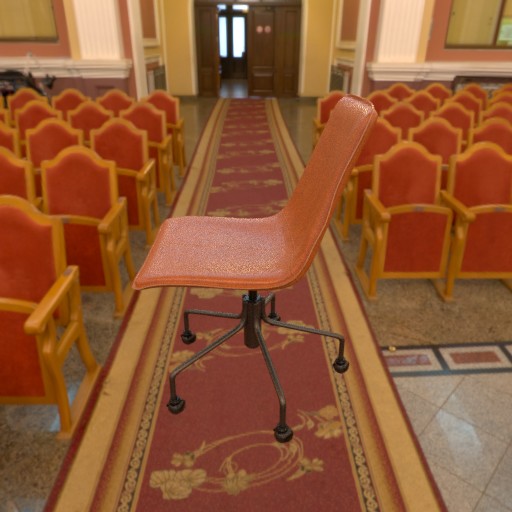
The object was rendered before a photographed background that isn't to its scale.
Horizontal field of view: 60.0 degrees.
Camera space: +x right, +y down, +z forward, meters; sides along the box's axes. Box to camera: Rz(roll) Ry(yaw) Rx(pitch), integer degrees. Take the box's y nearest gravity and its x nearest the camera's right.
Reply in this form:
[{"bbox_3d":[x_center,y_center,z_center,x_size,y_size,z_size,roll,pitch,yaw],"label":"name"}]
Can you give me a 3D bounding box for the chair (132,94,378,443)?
[{"bbox_3d":[0.000,0.000,1.372,0.660,0.920,0.651,0,26,0],"label":"chair"}]
